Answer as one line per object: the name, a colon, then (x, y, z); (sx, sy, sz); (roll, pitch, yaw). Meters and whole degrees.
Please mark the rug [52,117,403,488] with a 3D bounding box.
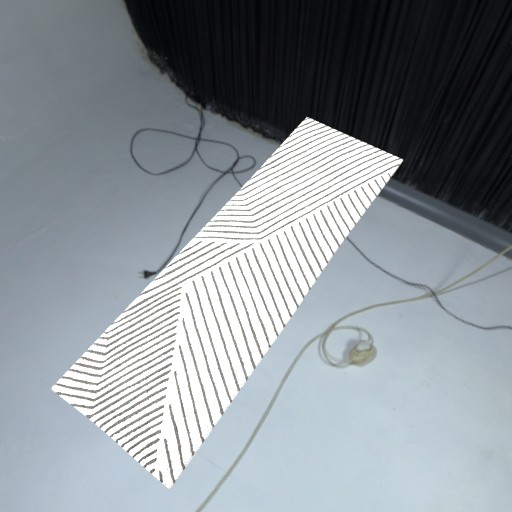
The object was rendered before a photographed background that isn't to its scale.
rug: (0.000, 0.000, 2.610); (0.773, 0.020, 2.439); (30, 62, 18)
